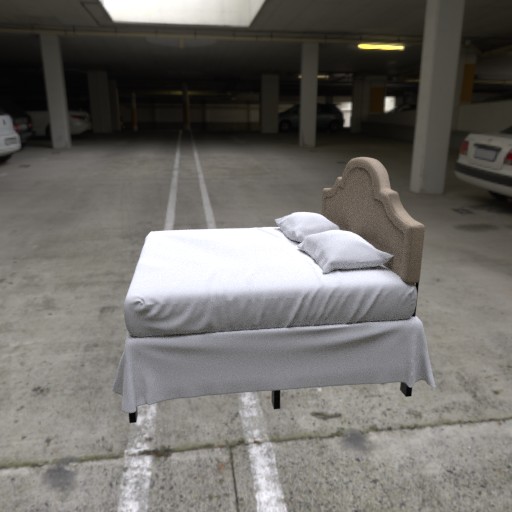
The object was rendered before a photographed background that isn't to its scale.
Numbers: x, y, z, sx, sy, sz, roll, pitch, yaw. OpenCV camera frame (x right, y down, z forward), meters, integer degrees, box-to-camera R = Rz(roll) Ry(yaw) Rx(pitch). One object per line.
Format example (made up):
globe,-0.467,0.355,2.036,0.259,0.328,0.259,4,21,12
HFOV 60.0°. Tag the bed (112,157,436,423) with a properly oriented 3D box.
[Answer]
bed,0.000,0.000,3.781,2.222,1.631,2.303,-2,16,-9
